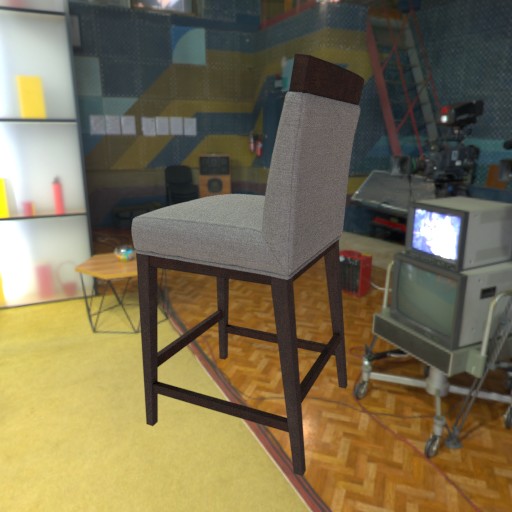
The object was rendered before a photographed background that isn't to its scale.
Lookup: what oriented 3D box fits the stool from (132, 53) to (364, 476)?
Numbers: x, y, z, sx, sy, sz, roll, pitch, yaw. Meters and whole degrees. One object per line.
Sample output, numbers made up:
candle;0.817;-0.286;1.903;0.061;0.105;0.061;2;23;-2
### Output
stool;0.000;0.000;1.316;0.531;1.009;0.512;7;17;24
